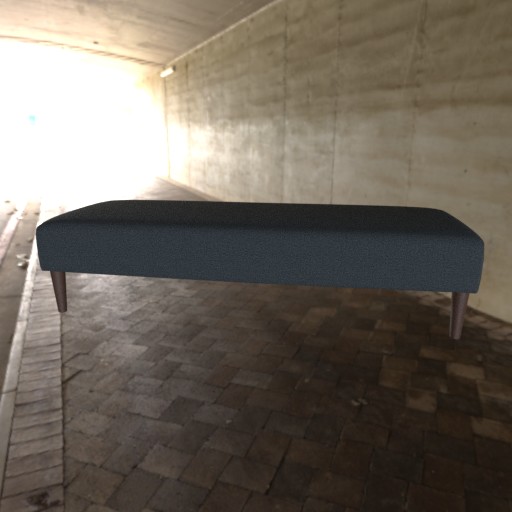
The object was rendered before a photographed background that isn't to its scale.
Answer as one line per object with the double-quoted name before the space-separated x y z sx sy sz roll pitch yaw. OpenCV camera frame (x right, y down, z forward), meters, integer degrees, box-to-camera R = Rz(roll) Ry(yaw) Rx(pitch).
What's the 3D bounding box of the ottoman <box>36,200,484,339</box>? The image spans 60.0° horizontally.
"ottoman" 0.000 0.000 1.878 1.609 0.393 0.646 2 16 9
